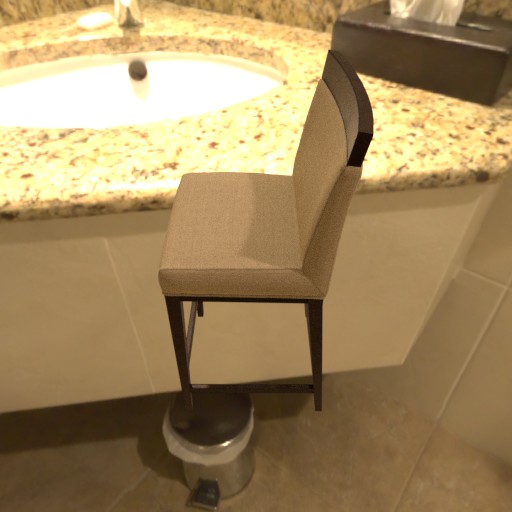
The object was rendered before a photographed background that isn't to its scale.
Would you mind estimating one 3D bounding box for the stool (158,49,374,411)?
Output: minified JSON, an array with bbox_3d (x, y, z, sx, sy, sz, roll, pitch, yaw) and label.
[{"bbox_3d":[0.000,0.000,1.438,0.531,1.117,0.511,0,42,0],"label":"stool"}]
